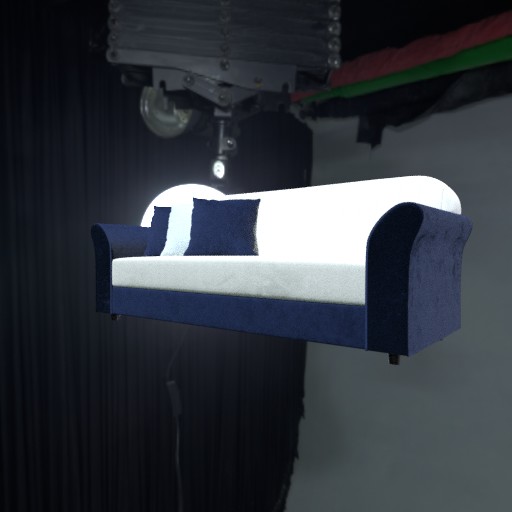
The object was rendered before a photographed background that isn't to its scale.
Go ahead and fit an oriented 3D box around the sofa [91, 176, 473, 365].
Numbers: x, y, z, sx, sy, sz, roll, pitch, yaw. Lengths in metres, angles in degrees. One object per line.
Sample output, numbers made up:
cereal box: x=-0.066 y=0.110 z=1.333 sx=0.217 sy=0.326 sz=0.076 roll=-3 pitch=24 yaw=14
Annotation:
sofa: x=0.000 y=0.000 z=2.408 sx=2.006 sy=0.789 sz=0.749 roll=0 pitch=1 yaw=38
